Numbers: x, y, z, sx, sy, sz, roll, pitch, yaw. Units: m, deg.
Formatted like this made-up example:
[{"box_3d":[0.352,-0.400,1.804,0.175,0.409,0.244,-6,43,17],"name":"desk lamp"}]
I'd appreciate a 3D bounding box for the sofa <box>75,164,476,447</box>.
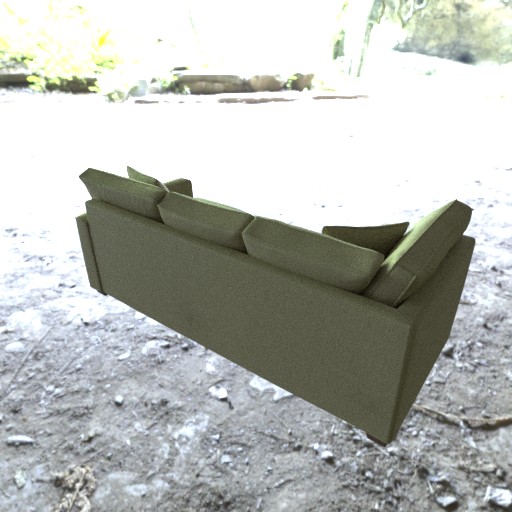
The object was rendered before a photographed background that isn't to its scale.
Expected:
[{"box_3d":[0.000,0.000,2.837,2.323,0.948,1.053,20,35,32],"name":"sofa"}]
